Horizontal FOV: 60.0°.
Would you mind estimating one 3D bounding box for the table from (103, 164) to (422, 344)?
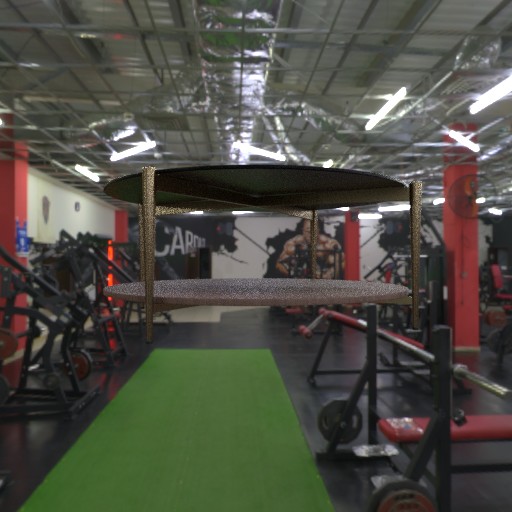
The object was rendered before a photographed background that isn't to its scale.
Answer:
[{"bbox_3d":[0.000,0.000,1.440,0.938,0.400,0.938,0,0,-1],"label":"table"}]
